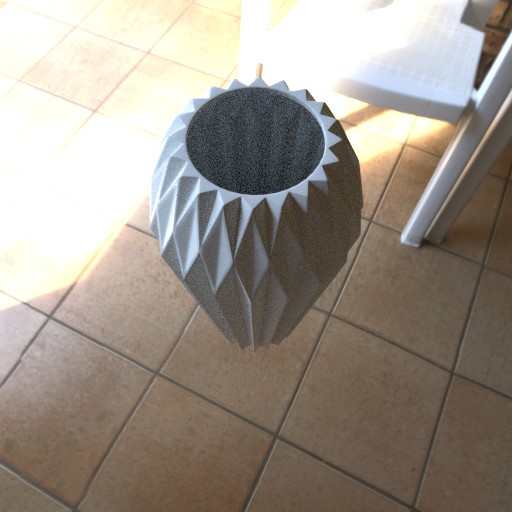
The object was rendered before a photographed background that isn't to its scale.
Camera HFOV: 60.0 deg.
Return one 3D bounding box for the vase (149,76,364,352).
[{"bbox_3d":[0.000,0.000,0.340,0.133,0.263,0.133,0,63,0],"label":"vase"}]
